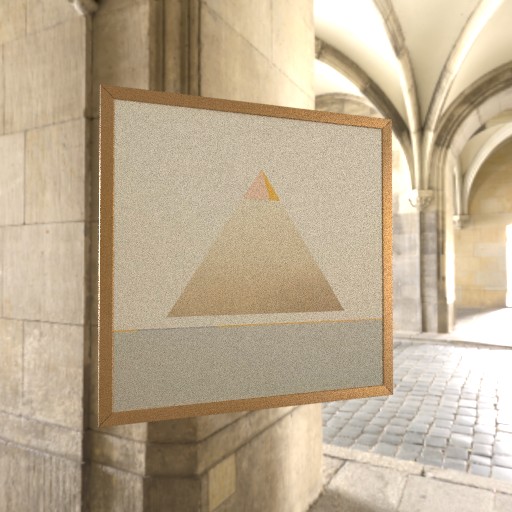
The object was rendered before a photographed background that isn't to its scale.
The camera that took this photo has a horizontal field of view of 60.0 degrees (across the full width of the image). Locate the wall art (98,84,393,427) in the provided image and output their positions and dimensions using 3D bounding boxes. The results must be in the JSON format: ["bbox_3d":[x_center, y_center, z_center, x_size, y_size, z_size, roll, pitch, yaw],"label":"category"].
[{"bbox_3d":[0.000,0.000,0.458,0.305,0.303,0.038,0,-1,-19],"label":"wall art"}]
